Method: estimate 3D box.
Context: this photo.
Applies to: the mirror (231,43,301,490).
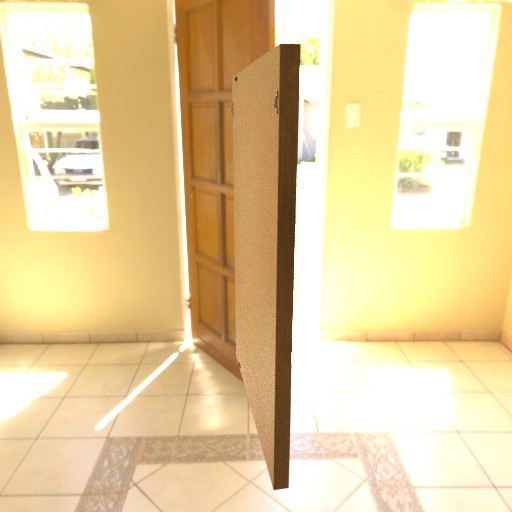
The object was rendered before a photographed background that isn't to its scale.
[{"bbox_3d":[0.000,0.000,1.149,0.040,0.915,0.609,-3,17,-10],"label":"mirror"}]
